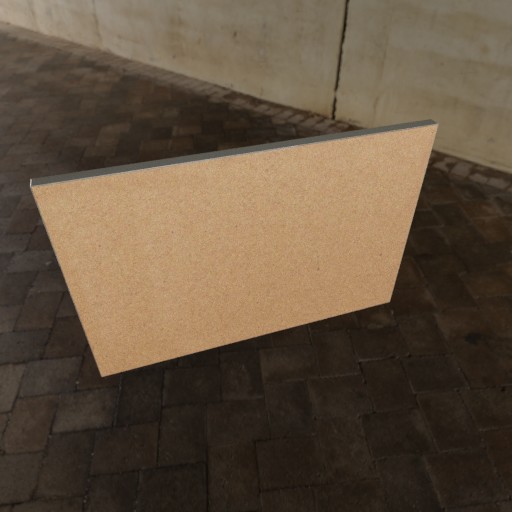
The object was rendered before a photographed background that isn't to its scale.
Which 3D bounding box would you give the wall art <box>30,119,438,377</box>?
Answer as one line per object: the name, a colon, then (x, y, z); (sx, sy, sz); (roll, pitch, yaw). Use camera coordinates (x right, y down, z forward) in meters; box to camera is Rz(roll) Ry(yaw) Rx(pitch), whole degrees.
wall art: (0.000, 0.000, 0.778); (0.615, 0.410, 0.021); (-12, 41, -14)
